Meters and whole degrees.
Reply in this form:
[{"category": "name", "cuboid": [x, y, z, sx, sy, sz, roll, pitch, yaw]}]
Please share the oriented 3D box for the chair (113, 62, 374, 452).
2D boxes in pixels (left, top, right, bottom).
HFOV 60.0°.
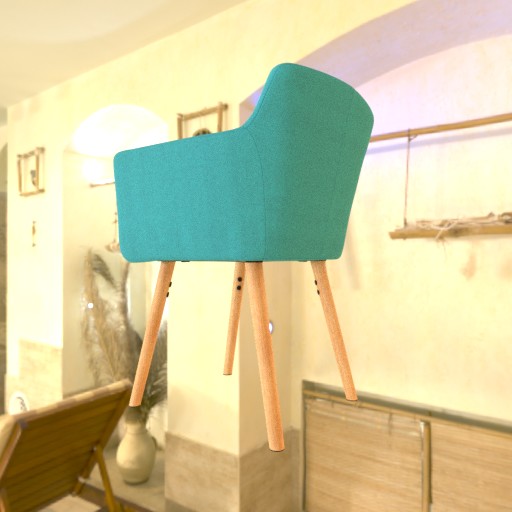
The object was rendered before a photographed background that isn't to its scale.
[{"category": "chair", "cuboid": [0.000, 0.000, 1.156, 0.540, 0.780, 0.570, 0, 0, 36]}]
